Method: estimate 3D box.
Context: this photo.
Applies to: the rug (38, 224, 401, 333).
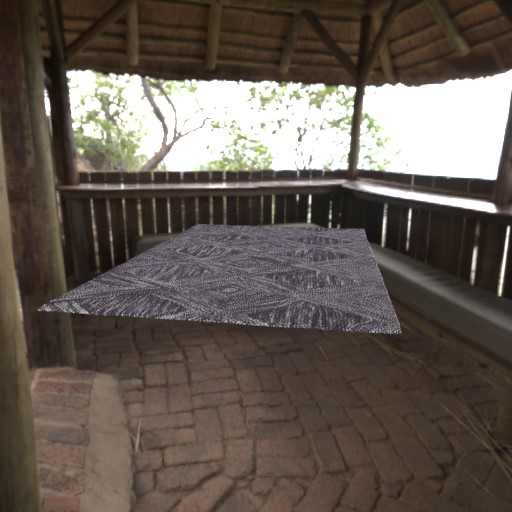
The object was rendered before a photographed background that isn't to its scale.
[{"bbox_3d":[0.000,0.000,2.258,1.186,0.012,1.814,2,13,10],"label":"rug"}]
